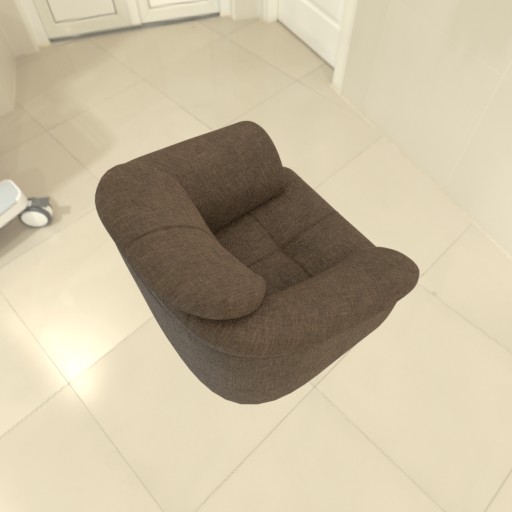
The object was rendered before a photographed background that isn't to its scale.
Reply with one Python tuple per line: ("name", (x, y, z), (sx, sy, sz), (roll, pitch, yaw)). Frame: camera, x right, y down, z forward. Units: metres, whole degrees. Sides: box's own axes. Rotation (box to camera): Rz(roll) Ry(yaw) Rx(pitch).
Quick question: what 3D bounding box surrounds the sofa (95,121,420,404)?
("sofa", (0.000, 0.000, 1.495), (0.794, 0.811, 0.870), (-32, 62, -19))
